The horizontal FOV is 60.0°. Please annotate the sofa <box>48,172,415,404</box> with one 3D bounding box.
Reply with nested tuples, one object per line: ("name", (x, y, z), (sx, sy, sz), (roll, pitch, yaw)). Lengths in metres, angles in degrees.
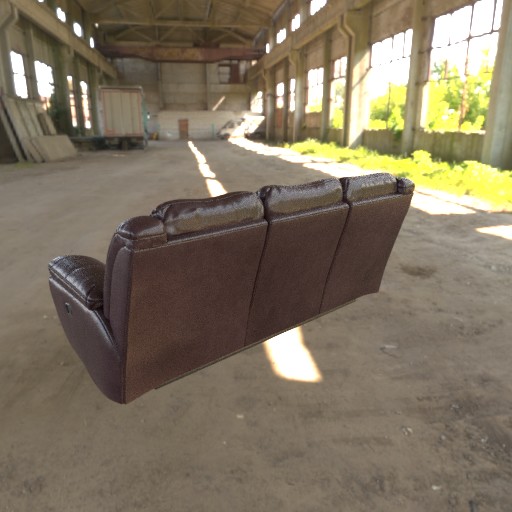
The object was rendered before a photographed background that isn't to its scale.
("sofa", (0.000, 0.000, 2.902), (2.337, 1.043, 0.991), (-15, 22, -40))
